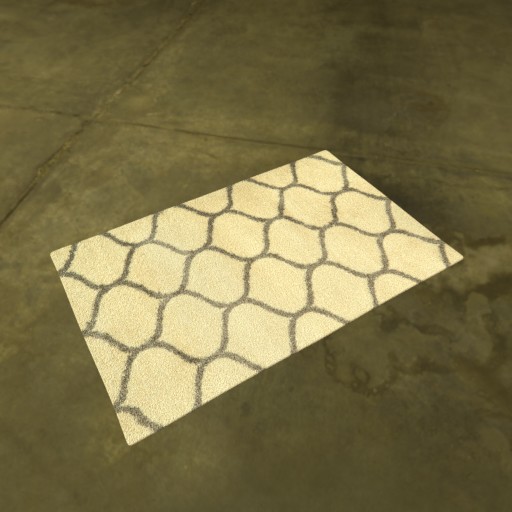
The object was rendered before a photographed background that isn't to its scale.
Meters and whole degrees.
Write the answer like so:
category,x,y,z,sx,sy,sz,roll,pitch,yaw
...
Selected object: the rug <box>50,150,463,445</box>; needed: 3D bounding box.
category,x,y,z,sx,sy,sz,roll,pitch,yaw
rug,0.000,0.000,2.976,2.348,0.024,1.501,-24,51,-21
